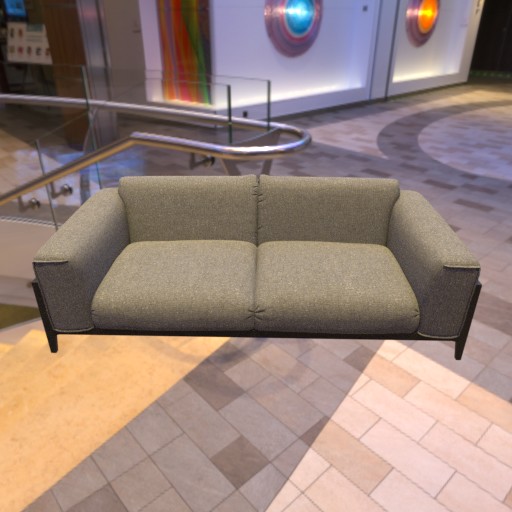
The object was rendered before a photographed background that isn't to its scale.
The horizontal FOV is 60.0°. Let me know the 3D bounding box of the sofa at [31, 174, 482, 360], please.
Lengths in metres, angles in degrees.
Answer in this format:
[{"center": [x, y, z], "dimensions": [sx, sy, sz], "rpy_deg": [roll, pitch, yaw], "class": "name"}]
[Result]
[{"center": [0.000, 0.000, 2.535], "dimensions": [2.125, 0.703, 0.985], "rpy_deg": [1, 28, 1], "class": "sofa"}]
